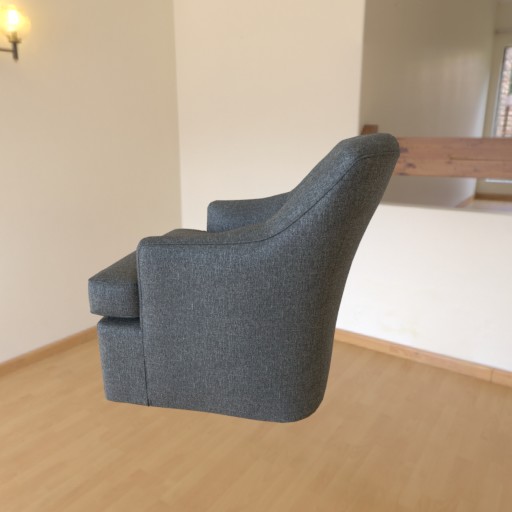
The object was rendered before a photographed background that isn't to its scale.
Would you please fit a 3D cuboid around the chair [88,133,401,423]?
[{"bbox_3d":[0.000,0.000,1.599,0.923,0.856,0.864,3,15,9],"label":"chair"}]
